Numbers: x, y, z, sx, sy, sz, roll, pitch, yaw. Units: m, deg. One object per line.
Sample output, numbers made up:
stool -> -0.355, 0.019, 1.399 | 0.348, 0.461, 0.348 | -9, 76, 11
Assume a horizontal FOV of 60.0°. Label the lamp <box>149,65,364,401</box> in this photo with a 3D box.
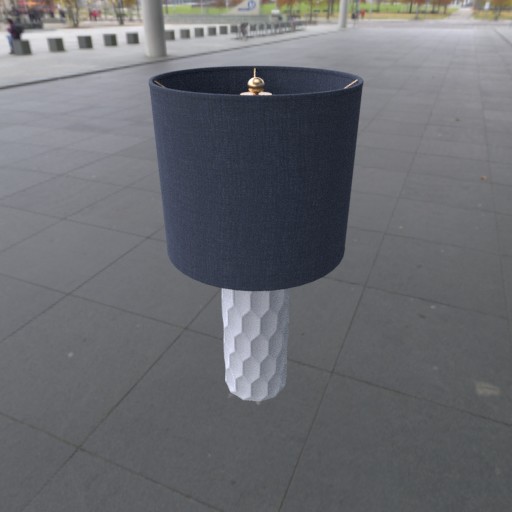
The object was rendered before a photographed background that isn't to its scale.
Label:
lamp -> 0.000, 0.000, 0.712 | 0.277, 0.537, 0.277 | 21, 35, 32
